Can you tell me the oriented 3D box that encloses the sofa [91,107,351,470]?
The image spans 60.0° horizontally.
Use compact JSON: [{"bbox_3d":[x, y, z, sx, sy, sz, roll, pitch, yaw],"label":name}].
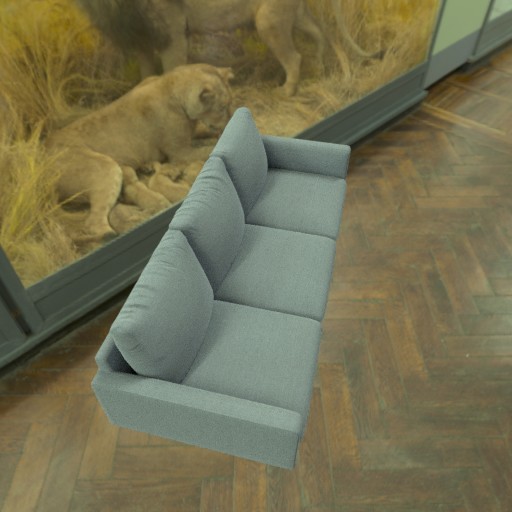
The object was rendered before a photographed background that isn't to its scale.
[{"bbox_3d":[0.000,0.000,2.445,0.850,0.830,2.000,10,46,10],"label":"sofa"}]
